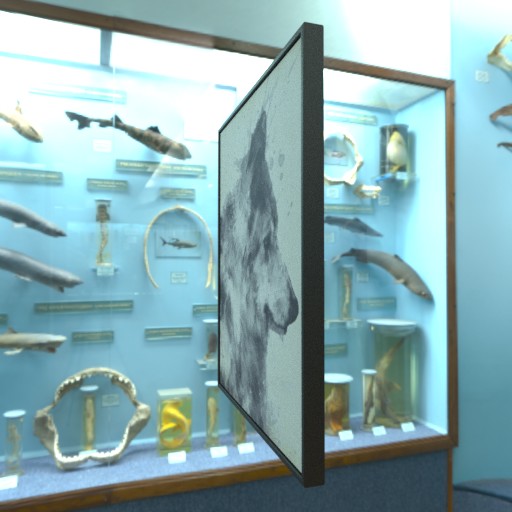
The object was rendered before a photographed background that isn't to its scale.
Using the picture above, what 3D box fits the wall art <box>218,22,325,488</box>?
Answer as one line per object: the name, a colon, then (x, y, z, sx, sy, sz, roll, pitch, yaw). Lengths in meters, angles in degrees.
wall art: (0.000, 0.000, 0.742, 0.028, 0.551, 0.451, 0, -1, -18)
